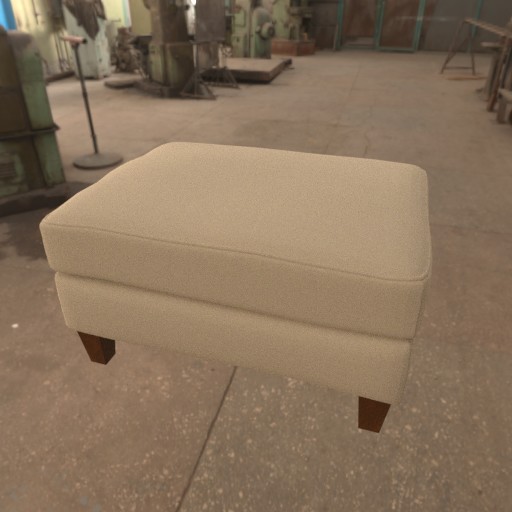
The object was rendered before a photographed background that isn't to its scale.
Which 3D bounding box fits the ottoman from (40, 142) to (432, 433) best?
[{"bbox_3d":[0.000,0.000,1.184,0.818,0.485,0.634,9,32,15],"label":"ottoman"}]
